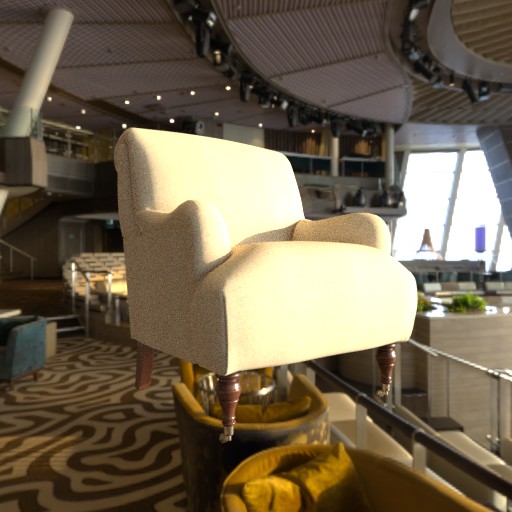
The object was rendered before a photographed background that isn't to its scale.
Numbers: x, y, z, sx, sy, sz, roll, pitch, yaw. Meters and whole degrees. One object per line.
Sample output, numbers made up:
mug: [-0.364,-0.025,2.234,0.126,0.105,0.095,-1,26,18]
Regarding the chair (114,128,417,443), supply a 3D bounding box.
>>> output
chair: [0.000,0.000,1.539,0.766,0.944,0.842,0,0,-35]
